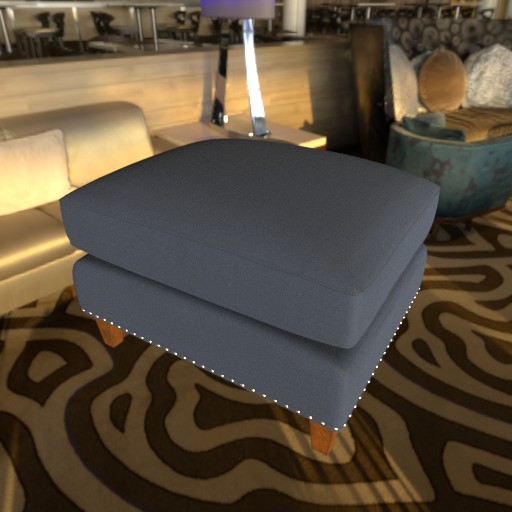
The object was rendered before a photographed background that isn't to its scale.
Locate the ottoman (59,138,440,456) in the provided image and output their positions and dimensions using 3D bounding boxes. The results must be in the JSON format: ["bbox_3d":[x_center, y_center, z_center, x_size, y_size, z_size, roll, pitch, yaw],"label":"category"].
[{"bbox_3d":[0.000,0.000,1.141,0.741,0.513,0.584,17,34,27],"label":"ottoman"}]
